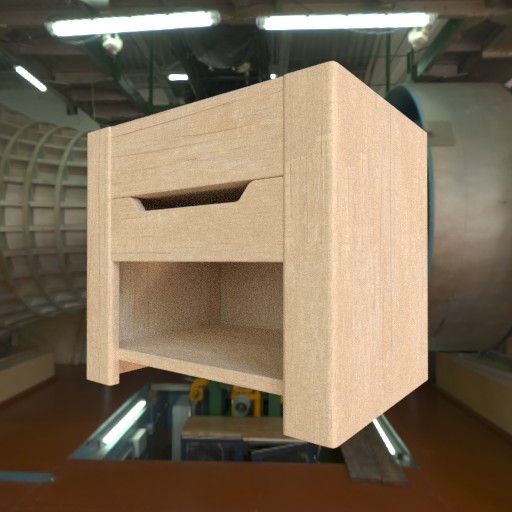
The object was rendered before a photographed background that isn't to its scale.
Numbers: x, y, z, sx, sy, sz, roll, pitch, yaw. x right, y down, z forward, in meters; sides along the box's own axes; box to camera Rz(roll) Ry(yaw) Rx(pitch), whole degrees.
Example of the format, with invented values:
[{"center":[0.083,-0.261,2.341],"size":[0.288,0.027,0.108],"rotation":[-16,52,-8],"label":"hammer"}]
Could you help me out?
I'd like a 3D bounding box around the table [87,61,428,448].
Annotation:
[{"center":[0.000,0.000,0.917],"size":[0.570,0.510,0.420],"rotation":[0,-1,37],"label":"table"}]
